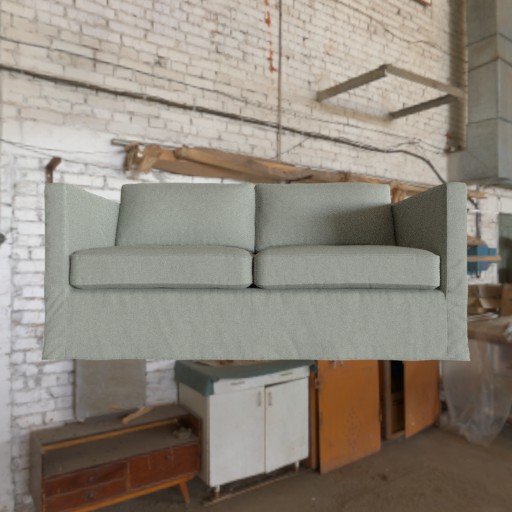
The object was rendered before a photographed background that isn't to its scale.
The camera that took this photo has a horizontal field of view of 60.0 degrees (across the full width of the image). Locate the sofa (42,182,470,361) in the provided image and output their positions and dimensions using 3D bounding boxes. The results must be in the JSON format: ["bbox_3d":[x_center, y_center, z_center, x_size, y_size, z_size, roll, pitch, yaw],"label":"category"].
[{"bbox_3d":[0.000,0.000,2.217,1.727,0.830,0.944,0,0,1],"label":"sofa"}]
